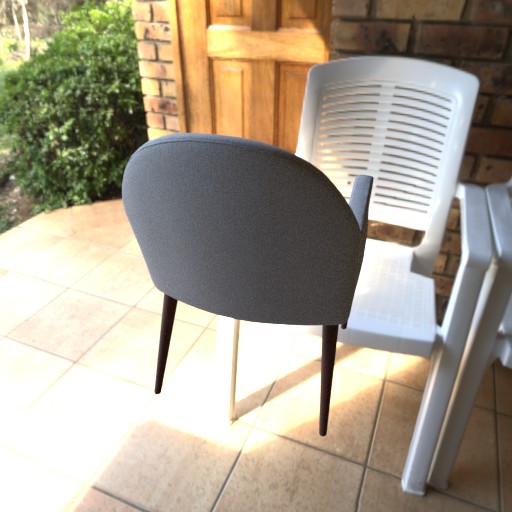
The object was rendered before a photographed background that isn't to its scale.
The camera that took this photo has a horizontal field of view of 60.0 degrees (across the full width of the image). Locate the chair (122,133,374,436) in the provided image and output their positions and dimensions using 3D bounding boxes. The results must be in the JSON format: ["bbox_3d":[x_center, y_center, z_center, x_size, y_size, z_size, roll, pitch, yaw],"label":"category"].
[{"bbox_3d":[0.000,0.000,1.305,0.610,0.889,0.620,9,33,14],"label":"chair"}]
